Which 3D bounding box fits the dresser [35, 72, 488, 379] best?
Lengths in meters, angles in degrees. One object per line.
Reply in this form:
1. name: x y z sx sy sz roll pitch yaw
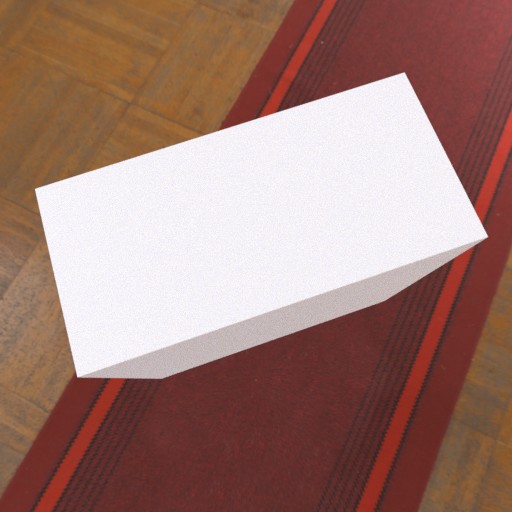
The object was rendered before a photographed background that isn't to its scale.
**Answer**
1. dresser: 0.000 0.000 1.251 0.830 0.740 0.420 -18 75 -5
